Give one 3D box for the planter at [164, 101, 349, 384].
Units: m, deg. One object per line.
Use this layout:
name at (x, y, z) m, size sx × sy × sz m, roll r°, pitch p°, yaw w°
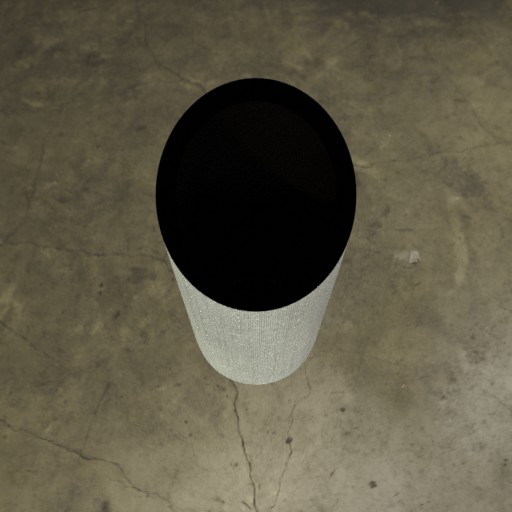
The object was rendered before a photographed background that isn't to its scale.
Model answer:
planter at (0.000, 0.000, 0.123) m, size 0.045 × 0.103 × 0.045 m, roll -1°, pitch 59°, yaw -1°
